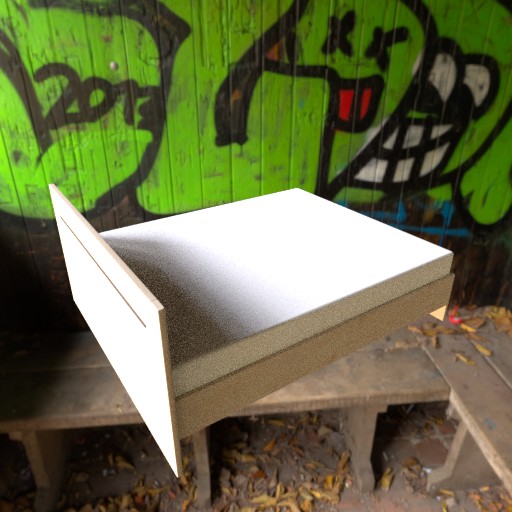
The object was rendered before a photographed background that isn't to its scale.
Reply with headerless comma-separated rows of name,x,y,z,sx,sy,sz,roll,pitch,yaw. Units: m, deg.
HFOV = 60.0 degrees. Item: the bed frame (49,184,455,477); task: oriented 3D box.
bed frame,0.000,0.000,2.983,2.080,0.900,1.800,-17,31,-30
